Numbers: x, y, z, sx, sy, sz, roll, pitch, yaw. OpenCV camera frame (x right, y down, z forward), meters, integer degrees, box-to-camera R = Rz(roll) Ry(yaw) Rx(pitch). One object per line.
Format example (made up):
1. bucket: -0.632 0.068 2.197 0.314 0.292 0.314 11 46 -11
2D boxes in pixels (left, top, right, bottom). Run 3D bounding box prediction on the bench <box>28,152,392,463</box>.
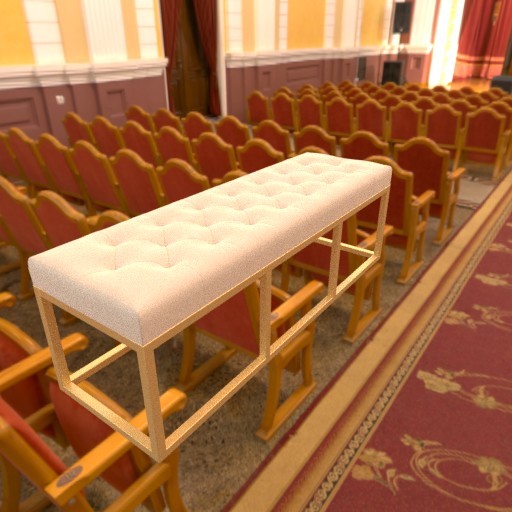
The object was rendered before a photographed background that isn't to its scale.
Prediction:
1. bench: 0.000 0.000 1.697 0.457 0.484 1.473 18 32 32
